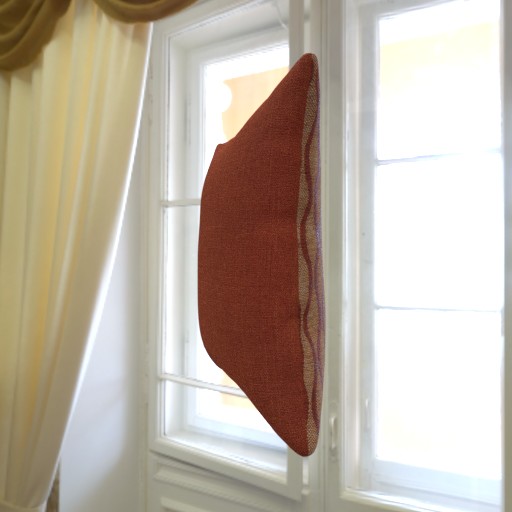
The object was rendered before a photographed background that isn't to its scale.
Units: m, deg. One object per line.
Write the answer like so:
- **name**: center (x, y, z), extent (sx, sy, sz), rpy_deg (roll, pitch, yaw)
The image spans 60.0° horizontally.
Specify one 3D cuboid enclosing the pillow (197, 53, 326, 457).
- **pillow**: center (0.000, 0.000, 0.668), extent (0.159, 0.434, 0.429), rpy_deg (0, 0, -18)
